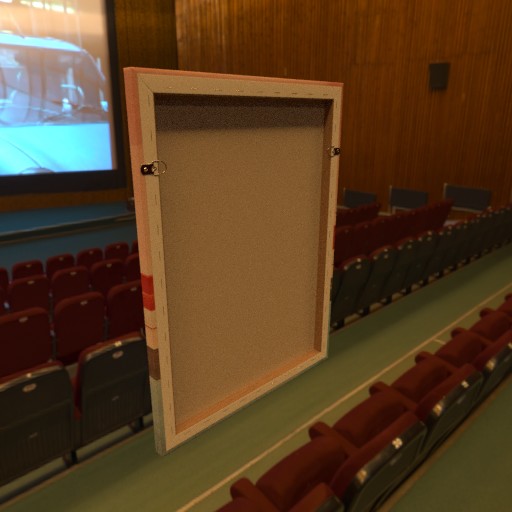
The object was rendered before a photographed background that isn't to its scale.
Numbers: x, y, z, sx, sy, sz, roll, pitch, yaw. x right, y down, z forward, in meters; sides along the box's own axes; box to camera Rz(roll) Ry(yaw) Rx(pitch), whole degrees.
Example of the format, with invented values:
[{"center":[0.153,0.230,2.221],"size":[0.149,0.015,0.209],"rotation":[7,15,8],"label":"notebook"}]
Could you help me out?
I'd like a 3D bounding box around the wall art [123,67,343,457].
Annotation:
[{"center":[0.000,0.000,1.353],"size":[0.761,1.016,0.039],"rotation":[-17,24,-41],"label":"wall art"}]
